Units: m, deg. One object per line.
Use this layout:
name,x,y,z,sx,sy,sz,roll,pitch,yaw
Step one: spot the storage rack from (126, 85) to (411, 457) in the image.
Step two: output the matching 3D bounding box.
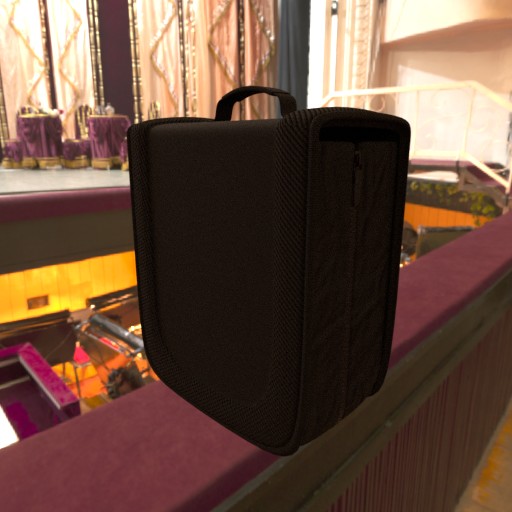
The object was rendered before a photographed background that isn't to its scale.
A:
storage rack,0.000,0.000,0.541,0.168,0.387,0.297,-14,20,-43
